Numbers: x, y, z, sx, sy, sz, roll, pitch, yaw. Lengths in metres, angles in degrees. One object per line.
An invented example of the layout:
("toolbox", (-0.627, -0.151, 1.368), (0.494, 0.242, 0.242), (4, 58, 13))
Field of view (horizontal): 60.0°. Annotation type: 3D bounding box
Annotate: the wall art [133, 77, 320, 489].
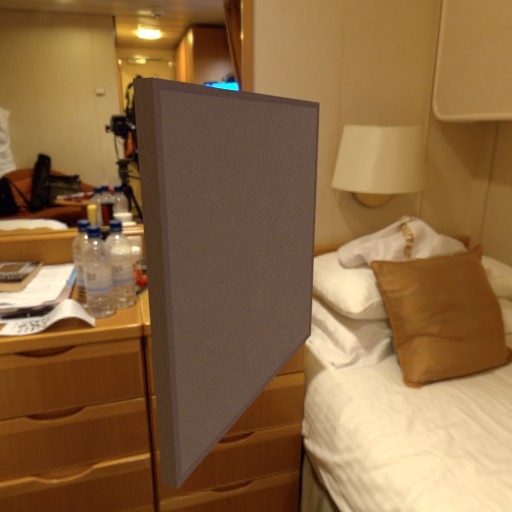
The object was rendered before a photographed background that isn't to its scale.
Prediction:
("wall art", (0.000, 0.000, 1.105), (0.038, 0.758, 0.761), (8, 18, 26))
